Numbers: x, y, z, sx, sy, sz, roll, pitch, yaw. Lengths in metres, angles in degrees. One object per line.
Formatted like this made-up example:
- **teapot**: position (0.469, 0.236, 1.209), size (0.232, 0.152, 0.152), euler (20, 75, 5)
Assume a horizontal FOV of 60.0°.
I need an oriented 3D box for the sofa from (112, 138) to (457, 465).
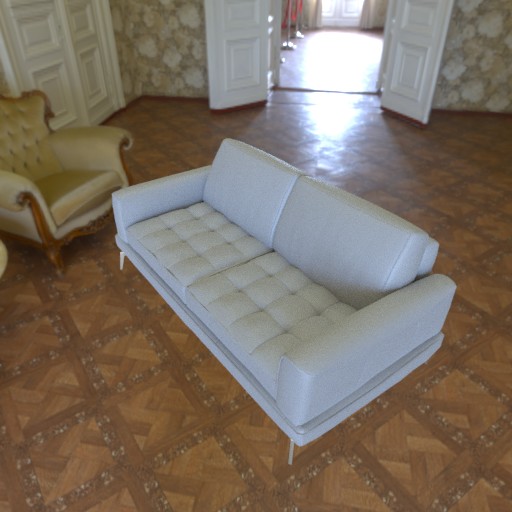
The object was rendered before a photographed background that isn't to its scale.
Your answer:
- **sofa**: position (0.000, 0.000, 2.811), size (1.121, 0.930, 2.177), euler (-22, 40, -30)
